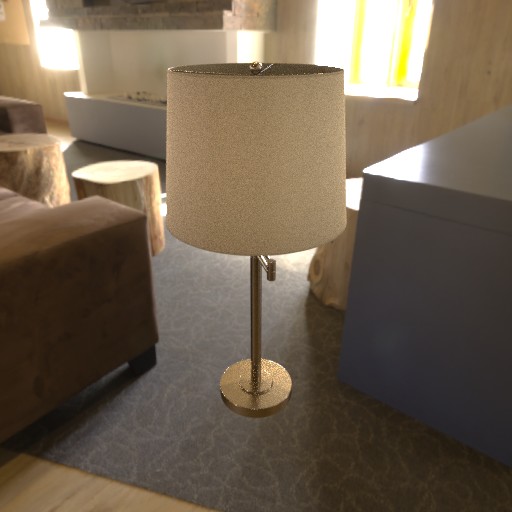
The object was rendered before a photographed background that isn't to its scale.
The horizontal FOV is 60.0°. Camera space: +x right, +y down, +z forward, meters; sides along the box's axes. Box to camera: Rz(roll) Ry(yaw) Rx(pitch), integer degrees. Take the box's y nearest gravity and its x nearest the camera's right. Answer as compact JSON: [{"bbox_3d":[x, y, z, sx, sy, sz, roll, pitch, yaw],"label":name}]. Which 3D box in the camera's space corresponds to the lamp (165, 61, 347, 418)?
[{"bbox_3d":[0.000,0.000,0.865,0.333,0.696,0.333,0,27,0],"label":"lamp"}]
